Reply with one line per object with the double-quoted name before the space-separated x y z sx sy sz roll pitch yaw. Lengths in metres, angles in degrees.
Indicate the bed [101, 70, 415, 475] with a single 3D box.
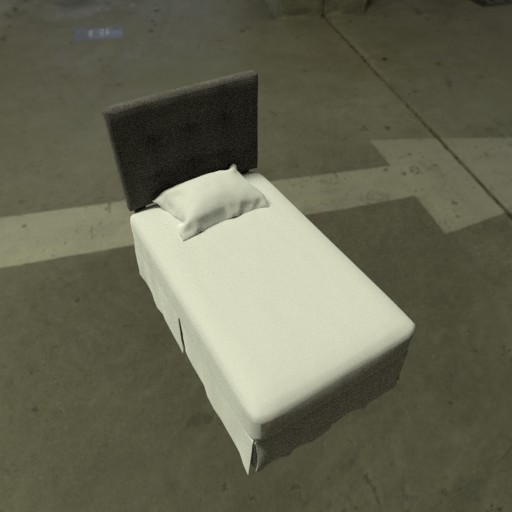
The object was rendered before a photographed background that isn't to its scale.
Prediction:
"bed" 0.000 0.000 2.989 1.261 1.571 1.997 -23 50 -21
